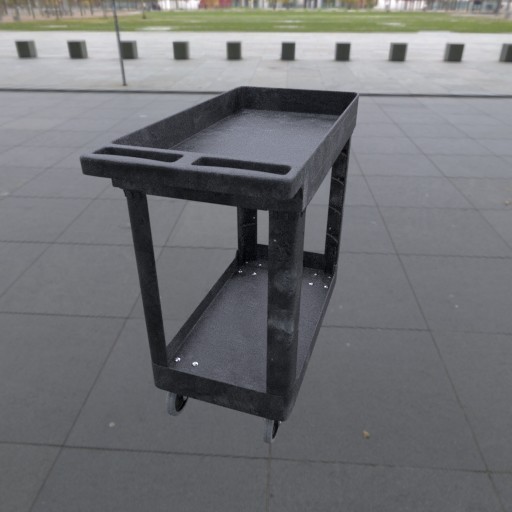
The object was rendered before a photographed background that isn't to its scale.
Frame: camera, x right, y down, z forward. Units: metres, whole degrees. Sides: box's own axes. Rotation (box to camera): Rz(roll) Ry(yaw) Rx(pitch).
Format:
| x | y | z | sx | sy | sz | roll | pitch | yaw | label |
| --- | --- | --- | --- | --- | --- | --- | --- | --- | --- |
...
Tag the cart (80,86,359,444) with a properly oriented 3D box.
| x | y | z | sx | sy | sz | roll | pitch | yaw | label |
| --- | --- | --- | --- | --- | --- | --- | --- | --- | --- |
| 0.000 | 0.000 | 1.334 | 0.420 | 0.824 | 0.877 | 10 | 31 | 16 | cart |
